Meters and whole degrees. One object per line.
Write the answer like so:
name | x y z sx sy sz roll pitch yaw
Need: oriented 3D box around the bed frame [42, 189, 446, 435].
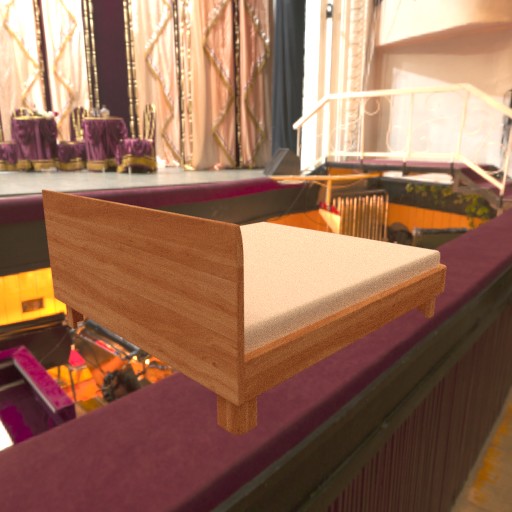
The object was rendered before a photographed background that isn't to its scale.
bed frame | 0.000 0.000 3.091 1.872 0.940 2.092 14 20 43
